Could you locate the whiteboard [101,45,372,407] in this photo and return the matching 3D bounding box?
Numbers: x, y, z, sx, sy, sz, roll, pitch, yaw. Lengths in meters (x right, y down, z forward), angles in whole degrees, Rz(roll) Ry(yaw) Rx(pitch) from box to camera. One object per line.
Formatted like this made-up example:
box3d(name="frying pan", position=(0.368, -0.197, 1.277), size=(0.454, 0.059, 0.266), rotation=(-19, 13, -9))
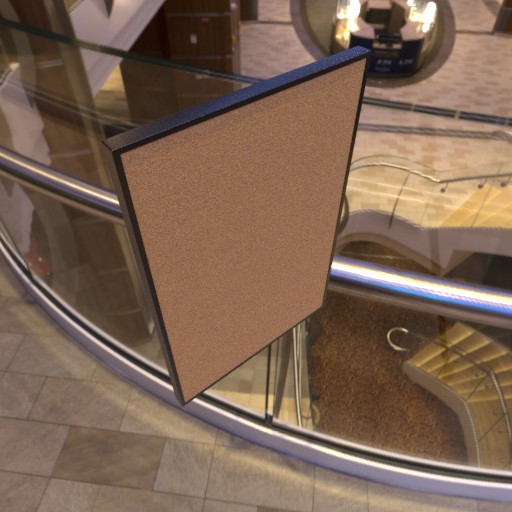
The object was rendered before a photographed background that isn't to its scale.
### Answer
box3d(name="whiteboard", position=(0.000, 0.000, 0.776), size=(0.406, 0.611, 0.026), rotation=(-30, 54, -25))
